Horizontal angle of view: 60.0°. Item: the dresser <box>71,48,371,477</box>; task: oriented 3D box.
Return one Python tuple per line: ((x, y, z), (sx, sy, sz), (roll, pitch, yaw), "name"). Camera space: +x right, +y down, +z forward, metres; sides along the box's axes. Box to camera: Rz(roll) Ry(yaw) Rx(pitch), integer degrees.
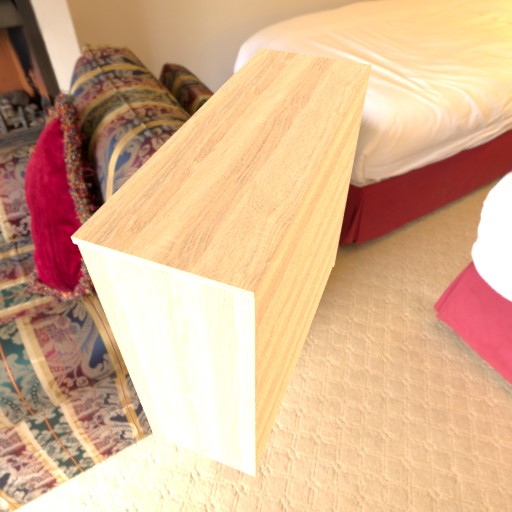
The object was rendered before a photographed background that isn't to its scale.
((0.000, 0.000, 1.420), (0.380, 0.900, 0.980), (16, 48, 15), "dresser")
